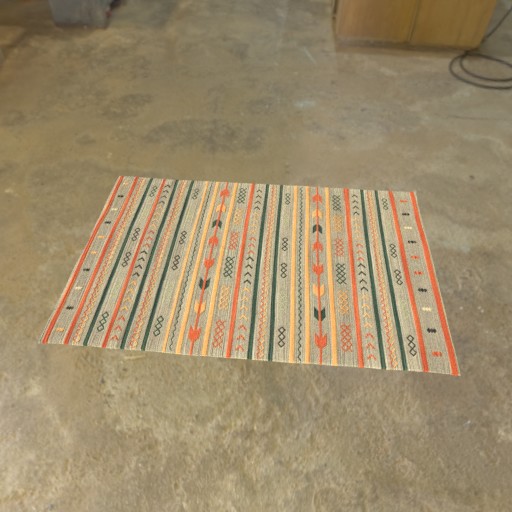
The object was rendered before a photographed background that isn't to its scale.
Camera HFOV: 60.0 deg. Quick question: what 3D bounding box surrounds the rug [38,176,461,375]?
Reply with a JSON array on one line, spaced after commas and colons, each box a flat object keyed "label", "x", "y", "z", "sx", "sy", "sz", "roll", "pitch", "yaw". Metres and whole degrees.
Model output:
[{"label": "rug", "x": 0.000, "y": 0.000, "z": 2.323, "sx": 1.835, "sy": 0.017, "sz": 1.220, "roll": 4, "pitch": 47, "yaw": 3}]
